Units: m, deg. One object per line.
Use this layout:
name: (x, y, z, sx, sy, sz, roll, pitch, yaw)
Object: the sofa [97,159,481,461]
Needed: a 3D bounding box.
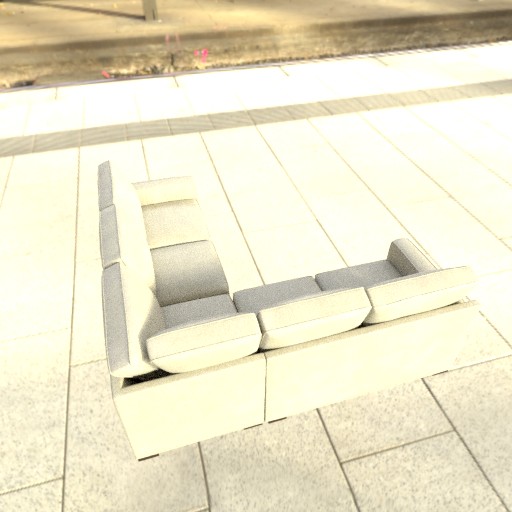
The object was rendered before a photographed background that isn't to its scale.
sofa: (0.000, 0.000, 3.366, 2.188, 0.936, 2.211, -12, 42, -13)
